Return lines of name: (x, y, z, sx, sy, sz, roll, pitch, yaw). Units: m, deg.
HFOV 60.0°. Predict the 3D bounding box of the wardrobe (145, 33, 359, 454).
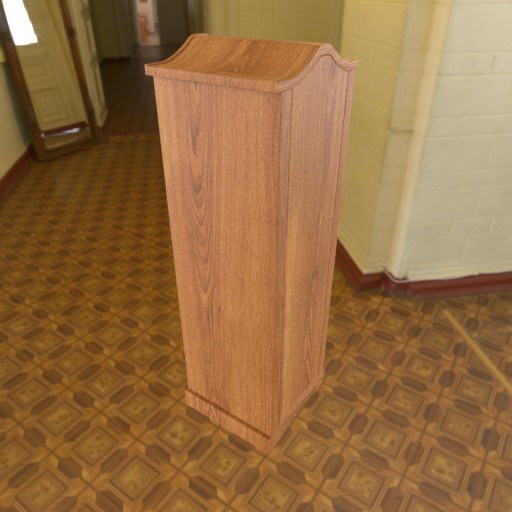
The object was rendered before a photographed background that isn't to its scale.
wardrobe: (0.000, 0.000, 2.109, 0.570, 1.870, 0.590, 20, 37, 29)
